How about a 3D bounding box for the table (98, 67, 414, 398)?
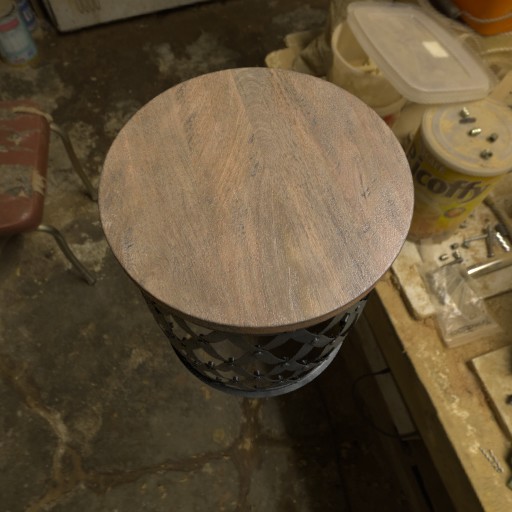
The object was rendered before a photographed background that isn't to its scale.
[{"bbox_3d":[0.000,0.000,0.774,0.405,0.454,0.405,0,63,0],"label":"table"}]
